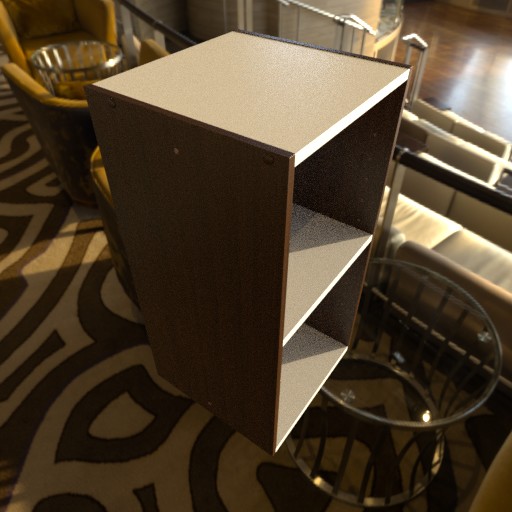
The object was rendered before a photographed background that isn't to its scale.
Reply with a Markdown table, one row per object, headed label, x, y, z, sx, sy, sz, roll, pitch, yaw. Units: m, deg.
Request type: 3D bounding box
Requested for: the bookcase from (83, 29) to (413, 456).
| label | x | y | z | sx | sy | sz | roll | pitch | yaw |
| --- | --- | --- | --- | --- | --- | --- | --- | --- | --- |
| bookcase | 0.000 | 0.000 | 0.750 | 0.290 | 0.600 | 0.300 | 26 | 48 | 26 |
